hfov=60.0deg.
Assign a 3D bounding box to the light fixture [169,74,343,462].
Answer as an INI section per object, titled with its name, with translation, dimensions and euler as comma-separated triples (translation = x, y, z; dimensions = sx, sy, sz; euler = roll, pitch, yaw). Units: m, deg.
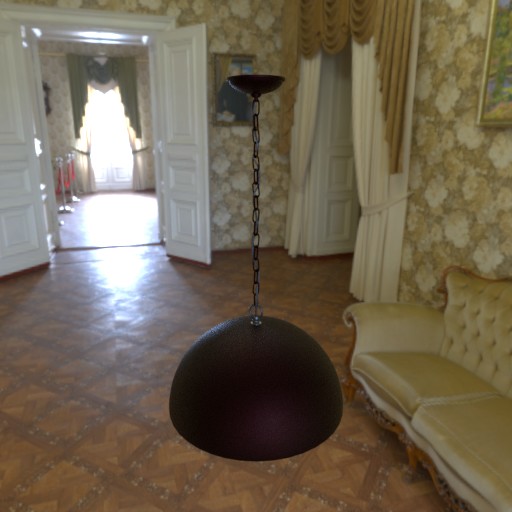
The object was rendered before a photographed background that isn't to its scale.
[light fixture]
translation = 0.000, 0.000, 1.162
dimensions = 0.492, 0.869, 0.492
euler = 7, 17, 25
